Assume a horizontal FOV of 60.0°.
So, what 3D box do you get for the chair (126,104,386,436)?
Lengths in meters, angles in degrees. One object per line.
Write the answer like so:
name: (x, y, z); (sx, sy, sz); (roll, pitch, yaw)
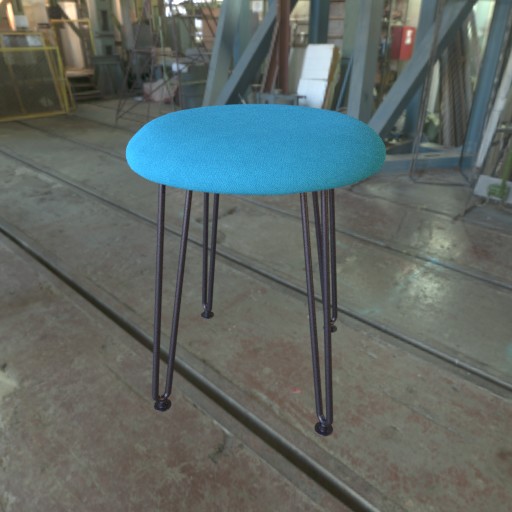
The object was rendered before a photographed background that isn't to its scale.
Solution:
chair: (0.000, 0.000, 0.695); (0.350, 0.430, 0.350); (-1, 27, -1)
